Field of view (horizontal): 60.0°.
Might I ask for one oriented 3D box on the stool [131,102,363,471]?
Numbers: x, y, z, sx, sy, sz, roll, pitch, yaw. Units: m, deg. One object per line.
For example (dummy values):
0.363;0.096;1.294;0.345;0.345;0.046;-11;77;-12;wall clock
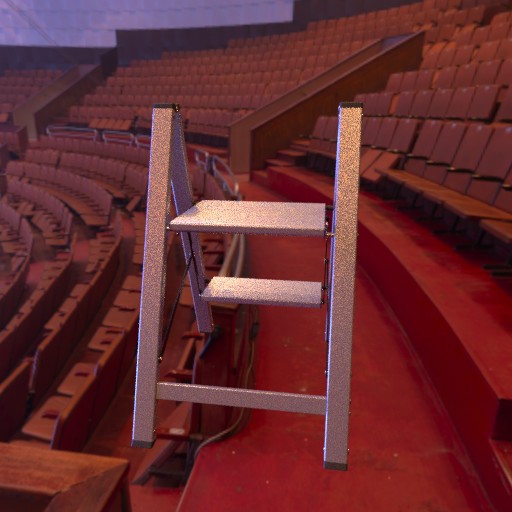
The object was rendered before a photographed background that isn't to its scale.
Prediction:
0.000;0.000;1.024;0.440;0.670;0.535;3;18;8;stool
